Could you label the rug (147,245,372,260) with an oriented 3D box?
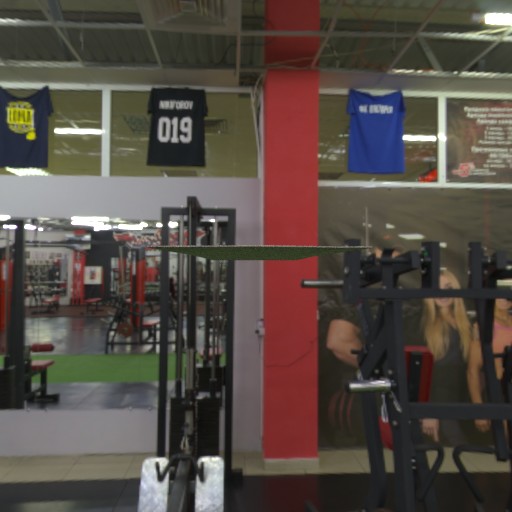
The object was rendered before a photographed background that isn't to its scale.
[{"bbox_3d":[0.000,0.000,2.525,0.697,0.013,2.335,0,-2,-1],"label":"rug"}]
